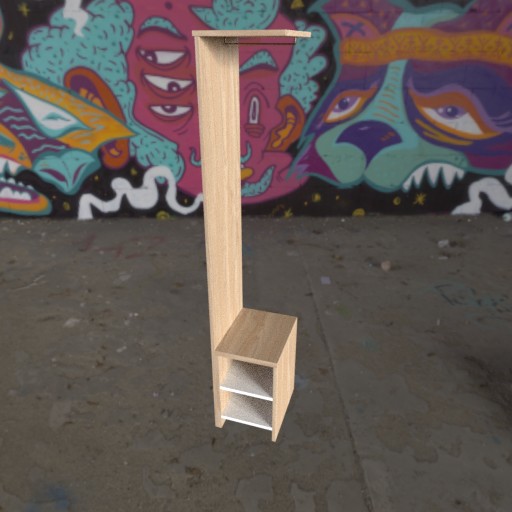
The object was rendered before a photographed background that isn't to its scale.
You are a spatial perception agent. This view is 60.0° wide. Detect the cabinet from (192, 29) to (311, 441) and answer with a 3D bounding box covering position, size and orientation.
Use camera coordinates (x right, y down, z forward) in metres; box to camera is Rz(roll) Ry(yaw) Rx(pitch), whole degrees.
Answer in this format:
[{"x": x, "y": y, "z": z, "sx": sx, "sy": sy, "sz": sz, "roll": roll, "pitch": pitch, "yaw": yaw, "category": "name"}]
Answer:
[{"x": 0.000, "y": 0.000, "z": 2.078, "sx": 0.338, "sy": 1.879, "sz": 0.411, "roll": 8, "pitch": 27, "yaw": 16, "category": "cabinet"}]
